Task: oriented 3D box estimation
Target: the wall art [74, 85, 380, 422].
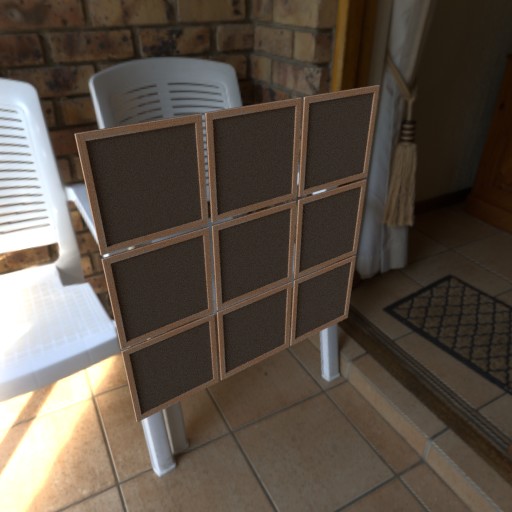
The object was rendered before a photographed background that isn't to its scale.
[{"bbox_3d":[0.000,0.000,2.301,1.520,1.525,0.013,-20,37,-29],"label":"wall art"}]
